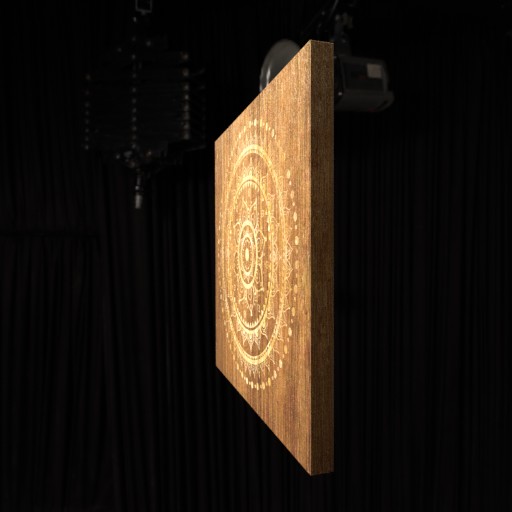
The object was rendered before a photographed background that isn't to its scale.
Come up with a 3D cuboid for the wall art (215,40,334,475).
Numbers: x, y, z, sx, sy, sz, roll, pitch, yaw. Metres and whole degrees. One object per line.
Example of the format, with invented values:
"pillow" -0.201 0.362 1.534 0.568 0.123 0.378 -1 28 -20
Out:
"wall art" 0.000 0.000 0.907 0.042 0.608 0.611 0 1 -18
